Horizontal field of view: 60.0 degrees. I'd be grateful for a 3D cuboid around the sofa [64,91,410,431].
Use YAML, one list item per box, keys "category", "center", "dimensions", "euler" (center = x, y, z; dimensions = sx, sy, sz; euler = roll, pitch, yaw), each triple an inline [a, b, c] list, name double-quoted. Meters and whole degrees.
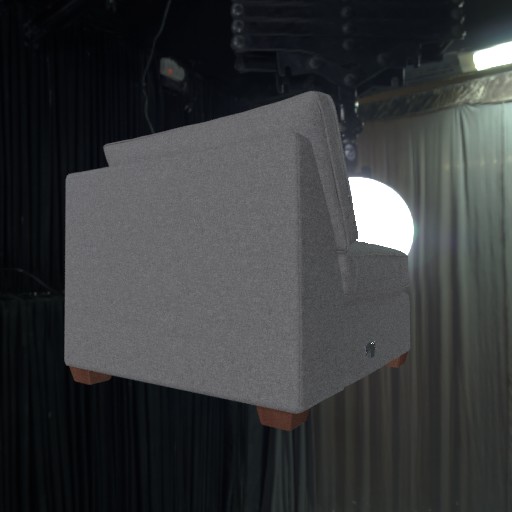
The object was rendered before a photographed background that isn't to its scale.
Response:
- category: "sofa"
  center: [0.000, 0.000, 1.932]
  dimensions: [1.084, 1.002, 1.146]
  euler: [-1, -1, 34]
